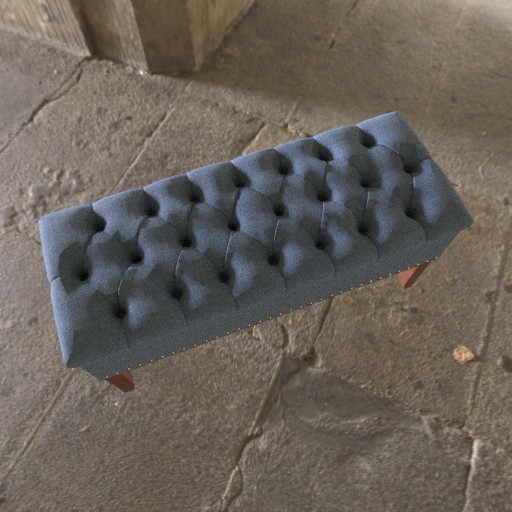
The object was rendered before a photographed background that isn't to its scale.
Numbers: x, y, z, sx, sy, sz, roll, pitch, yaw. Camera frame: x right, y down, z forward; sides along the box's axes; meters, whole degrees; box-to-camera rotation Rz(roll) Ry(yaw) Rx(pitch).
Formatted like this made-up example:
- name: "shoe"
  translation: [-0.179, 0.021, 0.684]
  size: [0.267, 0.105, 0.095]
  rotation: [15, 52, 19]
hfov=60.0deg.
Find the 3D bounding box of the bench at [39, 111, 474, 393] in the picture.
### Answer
- name: "bench"
  translation: [0.000, 0.000, 1.321]
  size: [1.052, 0.492, 0.417]
  rotation: [-19, 65, -9]
